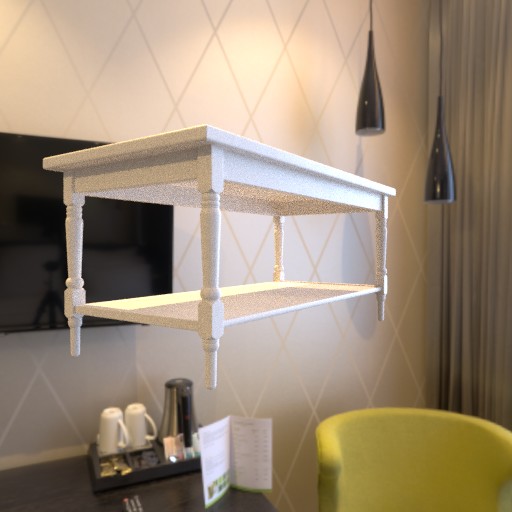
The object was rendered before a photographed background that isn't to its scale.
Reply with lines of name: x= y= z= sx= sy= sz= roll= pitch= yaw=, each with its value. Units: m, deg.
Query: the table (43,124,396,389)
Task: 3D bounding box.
table: x=0.000 y=0.000 z=1.427 sx=0.550 sy=0.510 sz=1.107 roll=1 pitch=1 yaw=35
